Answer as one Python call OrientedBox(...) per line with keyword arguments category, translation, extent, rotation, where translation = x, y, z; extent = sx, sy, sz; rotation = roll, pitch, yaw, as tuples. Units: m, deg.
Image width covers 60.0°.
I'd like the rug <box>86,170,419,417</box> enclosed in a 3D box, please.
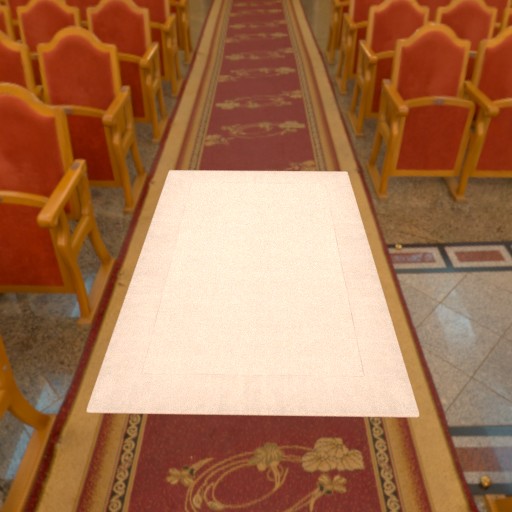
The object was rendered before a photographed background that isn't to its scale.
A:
OrientedBox(category="rug", translation=(0.000, 0.000, 2.322), extent=(1.219, 0.013, 1.829), rotation=(1, 39, 1))
